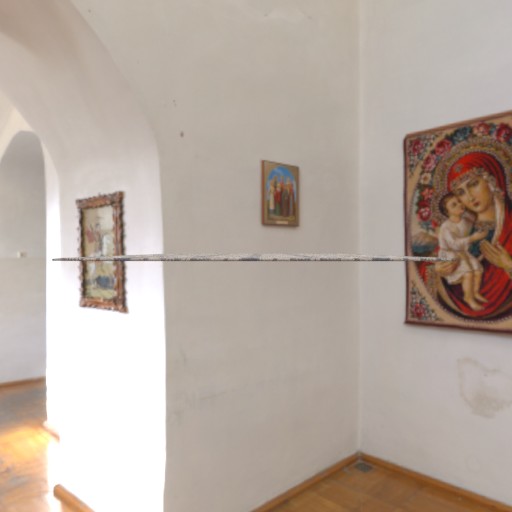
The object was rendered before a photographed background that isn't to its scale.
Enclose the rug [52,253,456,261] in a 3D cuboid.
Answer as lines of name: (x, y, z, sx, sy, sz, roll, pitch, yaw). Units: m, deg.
rug: (0.000, 0.000, 2.955, 1.676, 0.013, 2.261, 0, 1, 1)
